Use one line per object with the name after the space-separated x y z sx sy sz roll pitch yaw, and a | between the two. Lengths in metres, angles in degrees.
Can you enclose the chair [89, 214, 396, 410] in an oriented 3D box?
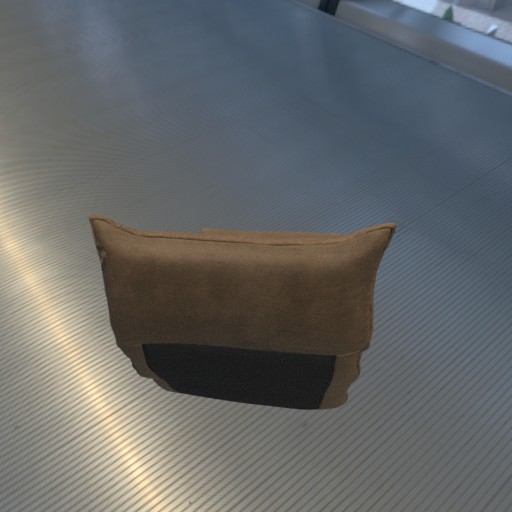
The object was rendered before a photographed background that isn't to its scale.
0.000 0.000 1.556 0.714 0.892 0.985 5 47 4 | chair
